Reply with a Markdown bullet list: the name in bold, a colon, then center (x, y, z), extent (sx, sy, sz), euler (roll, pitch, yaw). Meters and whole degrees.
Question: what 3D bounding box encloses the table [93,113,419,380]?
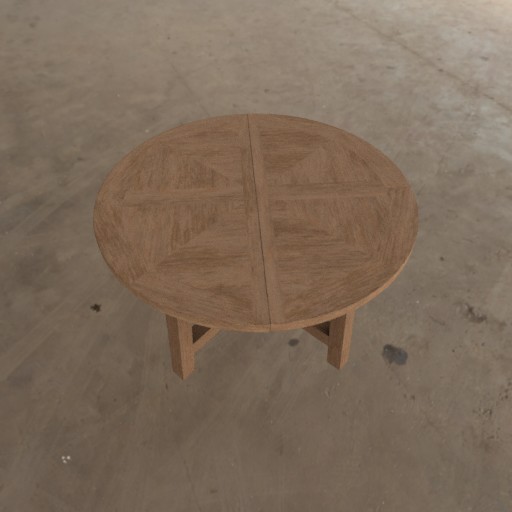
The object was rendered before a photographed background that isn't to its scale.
- **table**: center (0.000, 0.000, 2.128), extent (1.319, 0.762, 1.319), euler (0, 47, 0)
